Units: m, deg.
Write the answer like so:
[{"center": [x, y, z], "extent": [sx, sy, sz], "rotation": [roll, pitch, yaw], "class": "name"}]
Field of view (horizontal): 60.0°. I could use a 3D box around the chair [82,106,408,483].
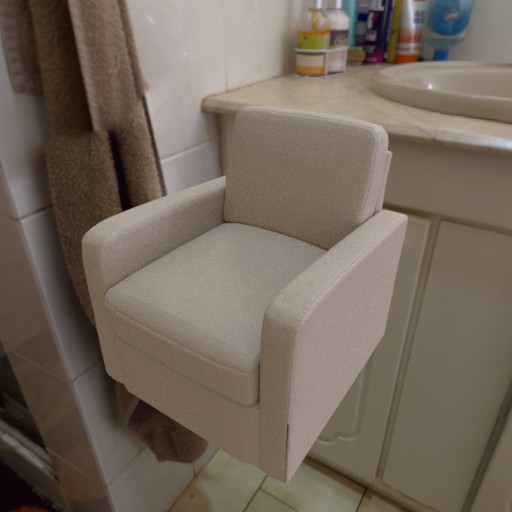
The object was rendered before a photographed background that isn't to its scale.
[{"center": [0.000, 0.000, 1.484], "extent": [0.755, 0.827, 0.888], "rotation": [19, 36, 29], "class": "chair"}]
